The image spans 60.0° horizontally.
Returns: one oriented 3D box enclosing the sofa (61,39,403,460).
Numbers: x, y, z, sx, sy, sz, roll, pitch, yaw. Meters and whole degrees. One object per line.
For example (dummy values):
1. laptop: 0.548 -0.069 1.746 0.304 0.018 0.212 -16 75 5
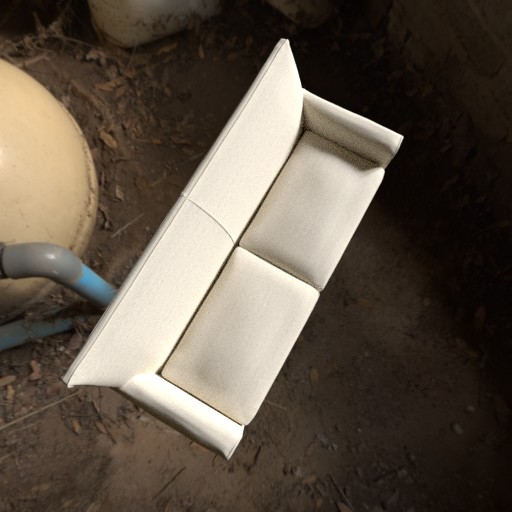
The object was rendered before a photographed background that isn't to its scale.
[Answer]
1. sofa: 0.000 0.000 2.504 0.841 0.907 2.001 29 79 6
